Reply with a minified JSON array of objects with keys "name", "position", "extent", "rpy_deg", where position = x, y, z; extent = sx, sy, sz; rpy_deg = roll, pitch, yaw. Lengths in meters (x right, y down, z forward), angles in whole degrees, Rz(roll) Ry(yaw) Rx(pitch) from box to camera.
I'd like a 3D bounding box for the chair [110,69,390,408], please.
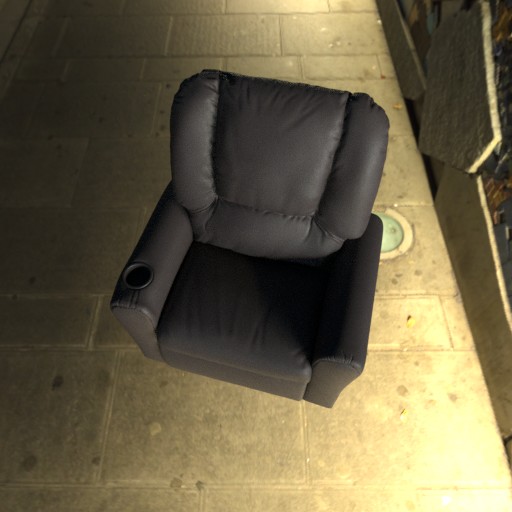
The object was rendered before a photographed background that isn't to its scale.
[{"name":"chair","position":[0.000,0.000,1.119],"extent":[0.610,0.709,0.521],"rpy_deg":[13,59,8]}]
